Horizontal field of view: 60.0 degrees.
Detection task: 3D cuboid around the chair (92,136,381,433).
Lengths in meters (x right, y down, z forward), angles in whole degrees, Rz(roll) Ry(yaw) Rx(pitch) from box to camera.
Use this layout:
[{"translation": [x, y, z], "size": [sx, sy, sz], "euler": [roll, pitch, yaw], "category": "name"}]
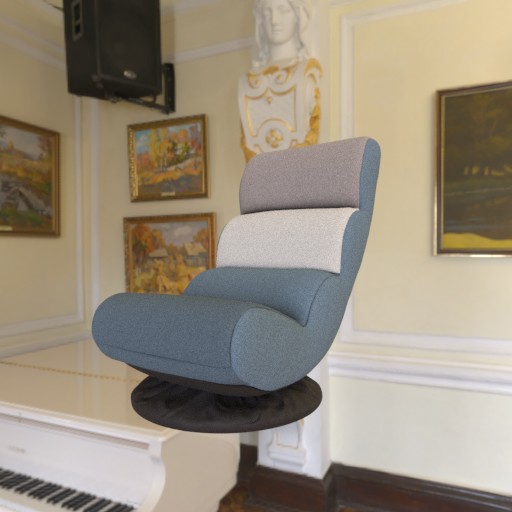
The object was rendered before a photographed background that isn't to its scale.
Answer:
[{"translation": [0.000, 0.000, 1.069], "size": [0.420, 0.641, 0.661], "euler": [0, 0, 37], "category": "chair"}]
